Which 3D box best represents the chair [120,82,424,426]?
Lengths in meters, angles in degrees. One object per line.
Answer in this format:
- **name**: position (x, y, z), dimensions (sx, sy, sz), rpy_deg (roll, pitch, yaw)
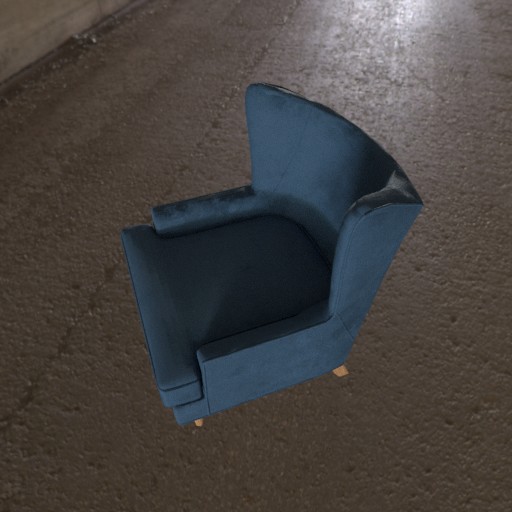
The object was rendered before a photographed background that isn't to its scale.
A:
- **chair**: position (0.000, 0.000, 1.639), dimensions (0.910, 0.952, 0.793), rpy_deg (-15, 47, -14)
